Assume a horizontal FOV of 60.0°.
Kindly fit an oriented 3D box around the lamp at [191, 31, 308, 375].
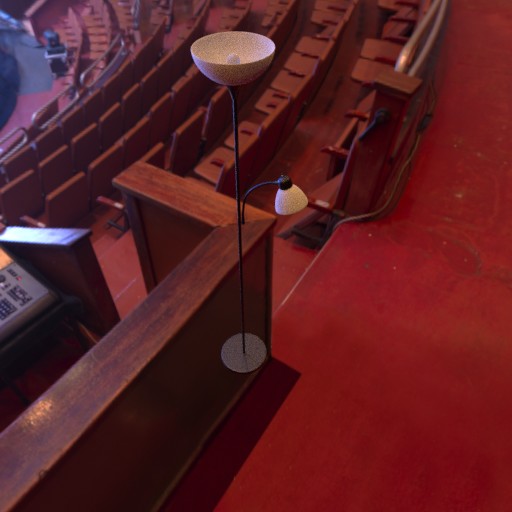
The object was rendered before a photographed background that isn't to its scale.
[{"bbox_3d":[0.000,0.000,2.019,0.442,1.804,0.279,24,50,22],"label":"lamp"}]
